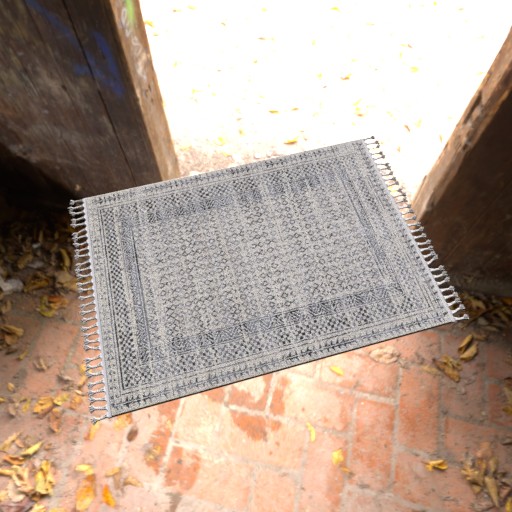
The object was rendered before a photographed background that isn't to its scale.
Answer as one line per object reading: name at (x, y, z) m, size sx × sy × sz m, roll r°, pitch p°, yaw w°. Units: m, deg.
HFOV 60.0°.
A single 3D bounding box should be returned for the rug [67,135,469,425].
rug at (0.000, 0.000, 2.336) m, size 1.872 × 0.013 × 1.243 m, roll -14°, pitch 63°, yaw -7°
